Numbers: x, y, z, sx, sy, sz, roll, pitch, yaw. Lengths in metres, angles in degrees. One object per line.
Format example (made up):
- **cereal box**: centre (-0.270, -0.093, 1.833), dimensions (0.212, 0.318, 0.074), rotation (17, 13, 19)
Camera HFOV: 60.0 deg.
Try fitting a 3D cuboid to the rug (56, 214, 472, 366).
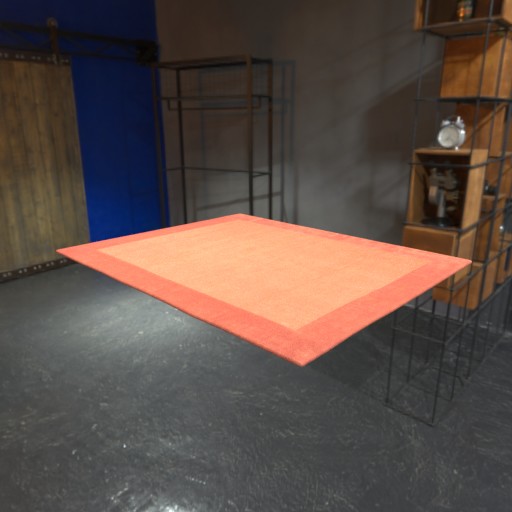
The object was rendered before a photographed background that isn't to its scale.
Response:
- **rug**: centre (0.000, 0.000, 4.059), dimensions (2.976, 0.018, 2.430), rotation (16, 23, 42)
